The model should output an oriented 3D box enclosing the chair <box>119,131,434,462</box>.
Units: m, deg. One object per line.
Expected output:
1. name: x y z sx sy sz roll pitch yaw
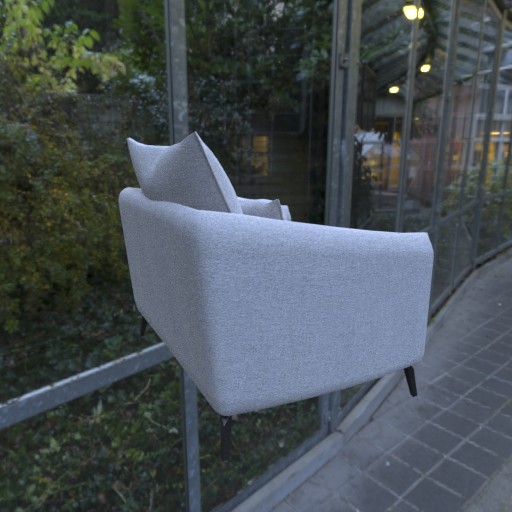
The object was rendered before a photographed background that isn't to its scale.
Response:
1. chair: 0.000 0.000 1.637 0.801 0.856 1.029 -7 15 -27
